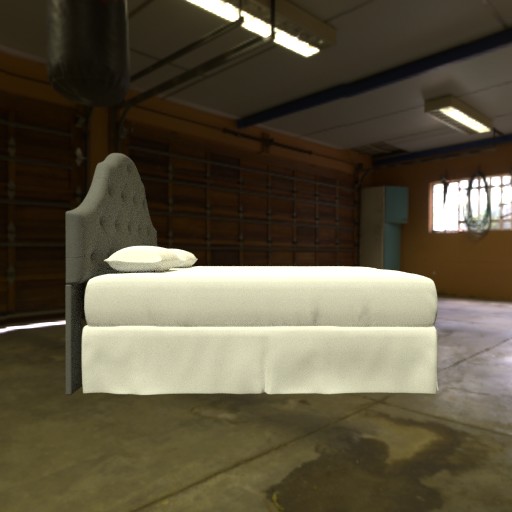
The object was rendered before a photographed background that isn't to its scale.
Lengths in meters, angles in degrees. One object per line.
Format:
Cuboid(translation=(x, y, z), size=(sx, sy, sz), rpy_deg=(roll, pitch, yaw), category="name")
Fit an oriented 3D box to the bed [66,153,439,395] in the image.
Cuboid(translation=(0.000, 0.000, 3.551), size=(2.214, 1.615, 2.008), rpy_deg=(0, 0, 0), category="bed")
